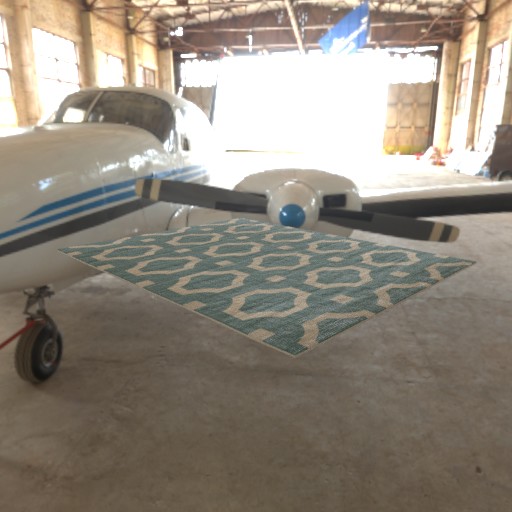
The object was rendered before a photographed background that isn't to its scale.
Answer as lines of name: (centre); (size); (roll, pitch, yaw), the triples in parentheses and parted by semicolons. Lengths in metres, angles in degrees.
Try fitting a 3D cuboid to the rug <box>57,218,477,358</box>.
rug: (0.000, 0.000, 4.109); (2.466, 0.021, 3.049); (-14, 21, -43)
